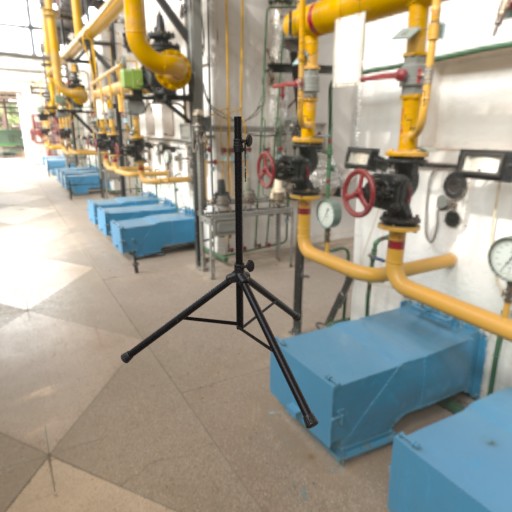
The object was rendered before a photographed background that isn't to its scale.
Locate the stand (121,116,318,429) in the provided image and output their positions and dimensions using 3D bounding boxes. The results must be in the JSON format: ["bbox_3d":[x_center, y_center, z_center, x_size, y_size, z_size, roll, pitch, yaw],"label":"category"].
[{"bbox_3d":[0.000,0.000,1.876,1.045,1.136,0.907,-8,18,-27],"label":"stand"}]
